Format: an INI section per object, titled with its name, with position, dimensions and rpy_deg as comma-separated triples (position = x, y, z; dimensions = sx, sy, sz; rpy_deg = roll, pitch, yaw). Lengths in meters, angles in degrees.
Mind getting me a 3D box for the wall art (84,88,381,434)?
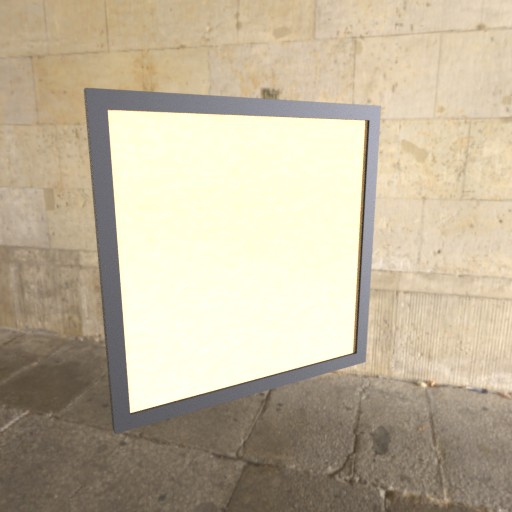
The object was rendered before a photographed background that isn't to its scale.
[wall art]
position = 0.000, 0.000, 0.528
dimensions = 0.356, 0.356, 0.013
rpy_deg = -7, 15, -27
